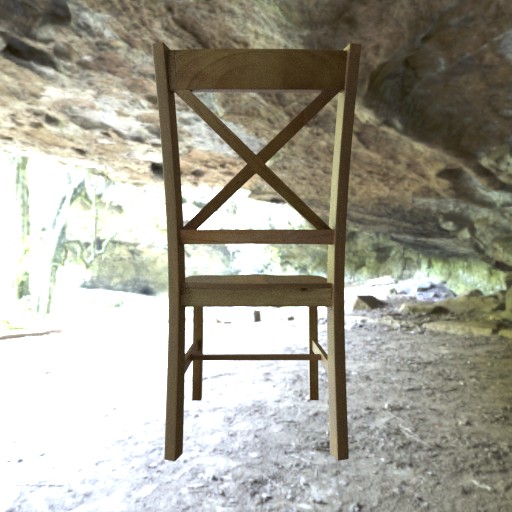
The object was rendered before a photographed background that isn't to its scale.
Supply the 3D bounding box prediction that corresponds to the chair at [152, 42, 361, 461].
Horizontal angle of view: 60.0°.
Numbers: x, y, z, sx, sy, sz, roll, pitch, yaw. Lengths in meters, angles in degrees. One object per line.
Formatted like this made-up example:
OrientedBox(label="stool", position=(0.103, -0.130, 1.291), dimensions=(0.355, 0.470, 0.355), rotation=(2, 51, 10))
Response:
OrientedBox(label="chair", position=(0.000, 0.000, 1.274), dimensions=(0.485, 0.983, 0.542), rotation=(0, 0, 0))
